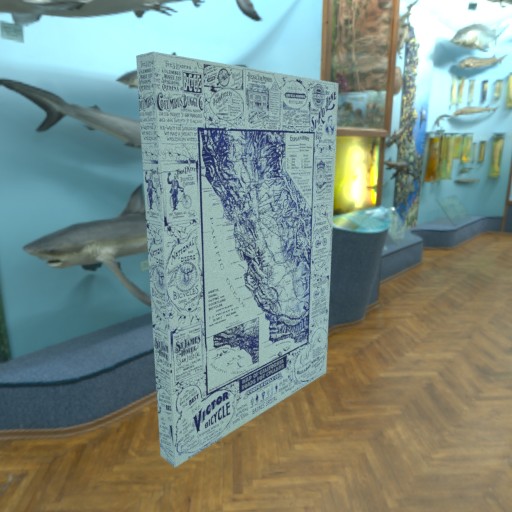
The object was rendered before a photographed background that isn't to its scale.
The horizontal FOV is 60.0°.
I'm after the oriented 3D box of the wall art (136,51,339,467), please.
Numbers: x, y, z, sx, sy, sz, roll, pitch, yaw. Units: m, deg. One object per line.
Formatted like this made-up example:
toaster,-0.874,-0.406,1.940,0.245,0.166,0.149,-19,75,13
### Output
wall art,0.000,0.000,0.485,0.025,0.376,0.255,13,19,42
